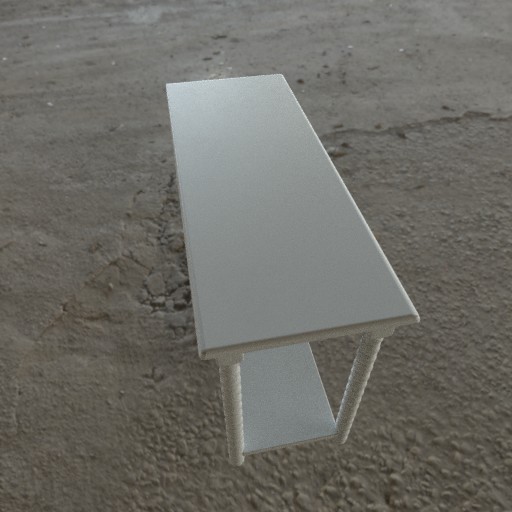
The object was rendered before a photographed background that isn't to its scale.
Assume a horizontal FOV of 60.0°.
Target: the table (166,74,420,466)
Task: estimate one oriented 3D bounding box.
[{"bbox_3d":[0.000,0.000,1.539,0.459,0.740,1.184,-8,46,-8],"label":"table"}]
